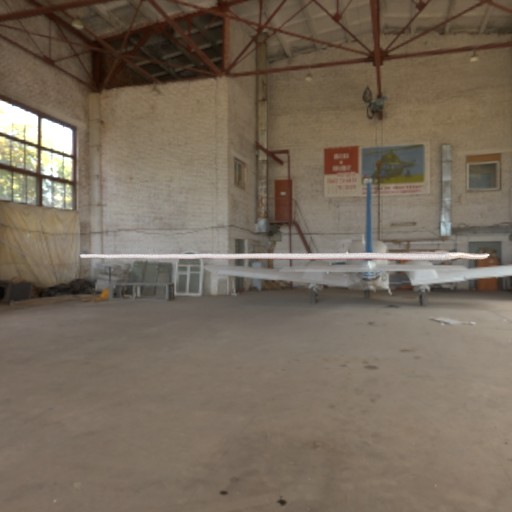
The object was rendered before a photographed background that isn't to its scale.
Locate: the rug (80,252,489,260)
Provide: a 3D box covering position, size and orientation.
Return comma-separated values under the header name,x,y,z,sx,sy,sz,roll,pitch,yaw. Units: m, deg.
name,x,y,z,sx,sy,sz,roll,pitch,yaw
rug,0.000,0.000,2.656,2.381,0.035,0.832,0,0,36
